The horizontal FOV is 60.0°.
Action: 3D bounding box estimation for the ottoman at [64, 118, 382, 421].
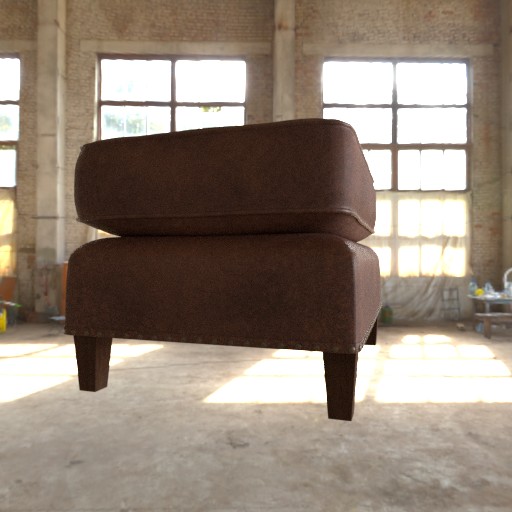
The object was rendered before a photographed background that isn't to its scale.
[{"bbox_3d":[0.000,0.000,1.128,0.589,0.537,0.738,0,0,18],"label":"ottoman"}]
